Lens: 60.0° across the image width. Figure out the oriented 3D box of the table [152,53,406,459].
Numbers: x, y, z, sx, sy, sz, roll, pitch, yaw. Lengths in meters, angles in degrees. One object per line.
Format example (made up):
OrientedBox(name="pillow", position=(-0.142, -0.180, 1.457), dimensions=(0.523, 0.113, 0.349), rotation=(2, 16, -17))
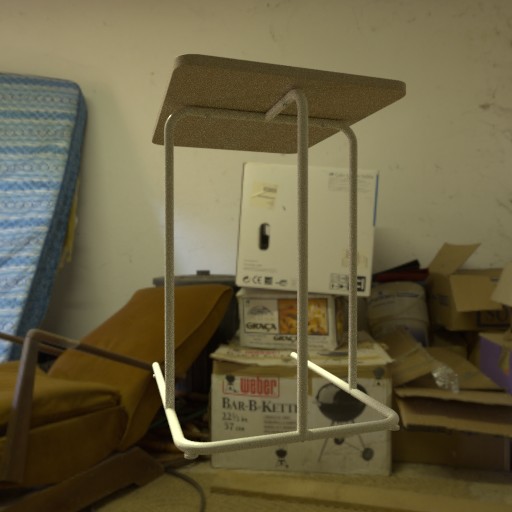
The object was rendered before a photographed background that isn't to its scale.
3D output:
OrientedBox(name="table", position=(0.000, 0.000, 0.873), dimensions=(0.370, 0.550, 0.480), rotation=(0, 1, -17))
